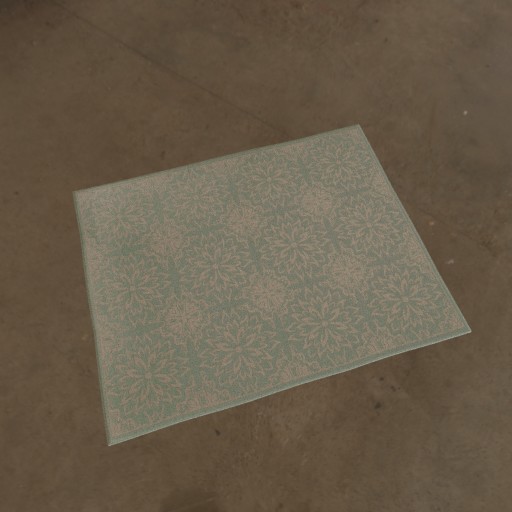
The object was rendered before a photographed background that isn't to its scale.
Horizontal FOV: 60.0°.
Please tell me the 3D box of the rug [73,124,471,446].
[{"bbox_3d":[0.000,0.000,3.956,2.980,0.012,2.363,-15,64,-8],"label":"rug"}]
